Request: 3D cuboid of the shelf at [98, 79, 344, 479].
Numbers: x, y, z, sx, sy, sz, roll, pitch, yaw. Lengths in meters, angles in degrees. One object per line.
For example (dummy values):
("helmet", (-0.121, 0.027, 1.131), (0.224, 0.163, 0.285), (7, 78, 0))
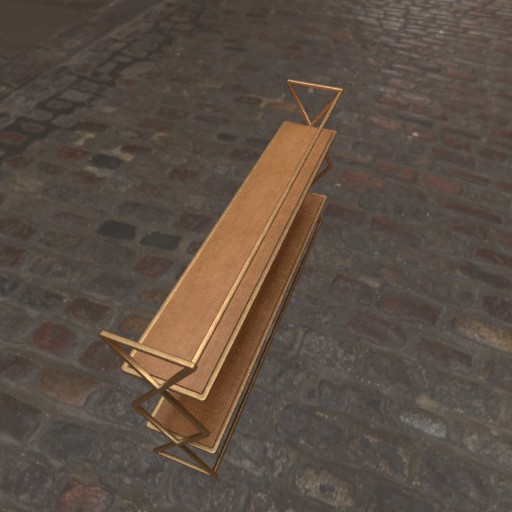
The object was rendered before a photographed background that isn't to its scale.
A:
("shelf", (0.000, 0.000, 1.015), (0.150, 0.450, 0.822), (16, 49, 14))
